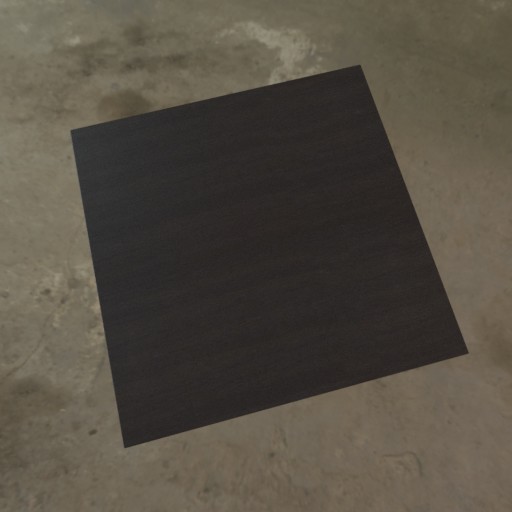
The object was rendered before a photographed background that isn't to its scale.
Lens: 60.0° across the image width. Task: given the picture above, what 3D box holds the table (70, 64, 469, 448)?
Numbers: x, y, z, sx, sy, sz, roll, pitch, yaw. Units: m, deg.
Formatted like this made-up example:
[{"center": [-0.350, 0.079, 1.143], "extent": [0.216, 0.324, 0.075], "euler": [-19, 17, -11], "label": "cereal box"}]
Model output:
[{"center": [0.000, 0.000, 1.226], "extent": [0.762, 0.396, 0.762], "euler": [-14, 75, -4], "label": "table"}]
